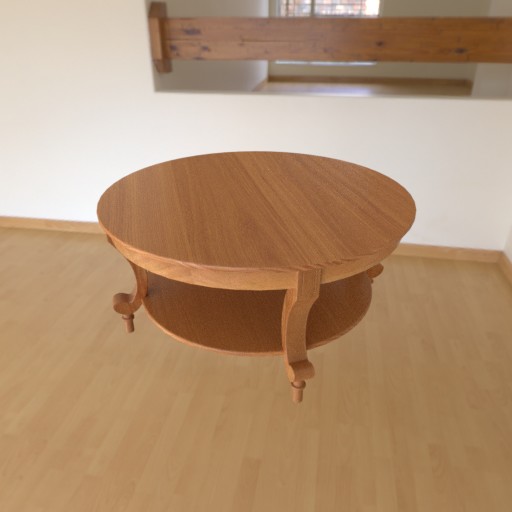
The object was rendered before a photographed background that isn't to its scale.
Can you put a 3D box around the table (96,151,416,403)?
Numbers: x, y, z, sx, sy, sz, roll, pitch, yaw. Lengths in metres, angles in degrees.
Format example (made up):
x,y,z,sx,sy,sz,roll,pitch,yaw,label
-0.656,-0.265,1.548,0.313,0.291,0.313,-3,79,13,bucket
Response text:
x,y,z,sx,sy,sz,roll,pitch,yaw,label
0.000,0.000,1.603,1.029,0.490,1.029,0,28,0,table
